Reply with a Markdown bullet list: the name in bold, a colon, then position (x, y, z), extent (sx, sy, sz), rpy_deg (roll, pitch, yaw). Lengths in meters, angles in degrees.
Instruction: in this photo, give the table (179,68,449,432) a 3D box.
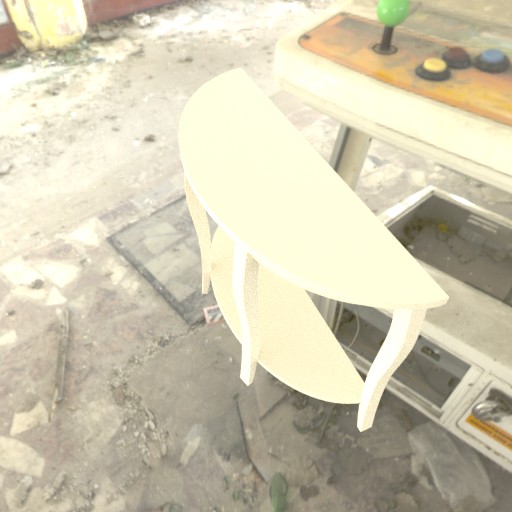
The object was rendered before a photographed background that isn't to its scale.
- **table**: position (0.000, 0.000, 1.578), extent (0.394, 0.780, 1.219), rpy_deg (-17, 50, -16)
